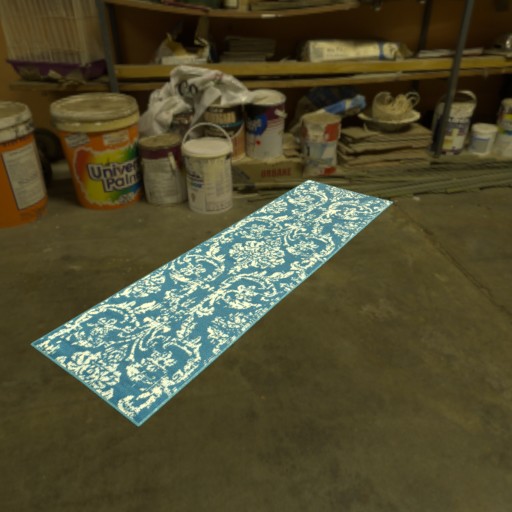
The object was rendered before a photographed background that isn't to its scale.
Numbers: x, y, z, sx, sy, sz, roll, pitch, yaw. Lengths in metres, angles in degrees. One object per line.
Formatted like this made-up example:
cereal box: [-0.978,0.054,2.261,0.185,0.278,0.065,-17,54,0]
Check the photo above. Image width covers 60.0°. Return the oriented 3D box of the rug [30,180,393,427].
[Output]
rug: [0.000,0.000,2.385,0.662,0.011,2.196,21,38,30]
